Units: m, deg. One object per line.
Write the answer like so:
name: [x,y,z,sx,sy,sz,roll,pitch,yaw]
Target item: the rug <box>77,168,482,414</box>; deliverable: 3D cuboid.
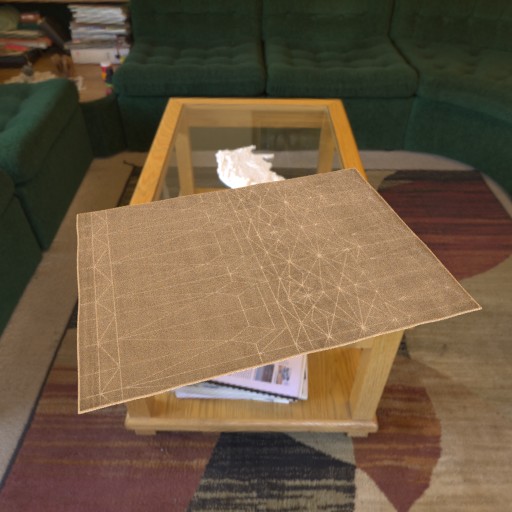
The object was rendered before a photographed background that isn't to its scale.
rug: [0.000,0.000,4.338,3.357,0.019,2.449,-12,43,-13]
